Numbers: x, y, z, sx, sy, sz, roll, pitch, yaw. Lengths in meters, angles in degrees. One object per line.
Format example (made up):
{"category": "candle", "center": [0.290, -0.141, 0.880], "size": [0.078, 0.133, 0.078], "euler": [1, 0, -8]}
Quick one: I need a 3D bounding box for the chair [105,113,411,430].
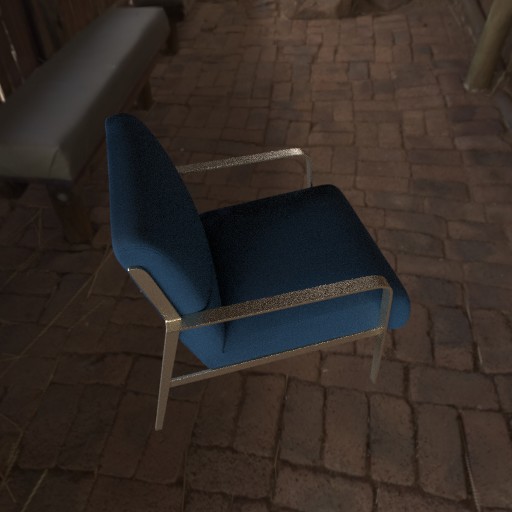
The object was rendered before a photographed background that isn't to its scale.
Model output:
{"category": "chair", "center": [0.000, 0.000, 1.474], "size": [0.859, 0.831, 0.692], "euler": [-11, 47, -10]}
